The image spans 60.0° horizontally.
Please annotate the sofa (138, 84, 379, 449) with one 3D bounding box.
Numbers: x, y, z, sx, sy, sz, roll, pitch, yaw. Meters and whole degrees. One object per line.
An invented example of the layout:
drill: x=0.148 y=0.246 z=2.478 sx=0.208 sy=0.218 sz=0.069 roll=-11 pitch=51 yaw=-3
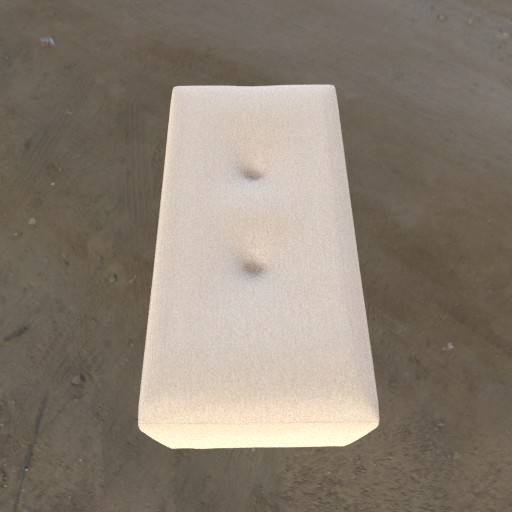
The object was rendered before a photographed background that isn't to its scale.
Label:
sofa: x=0.000 y=0.000 z=1.198 sx=0.480 sy=0.470 sz=0.930 roll=-1 pitch=62 yaw=0
